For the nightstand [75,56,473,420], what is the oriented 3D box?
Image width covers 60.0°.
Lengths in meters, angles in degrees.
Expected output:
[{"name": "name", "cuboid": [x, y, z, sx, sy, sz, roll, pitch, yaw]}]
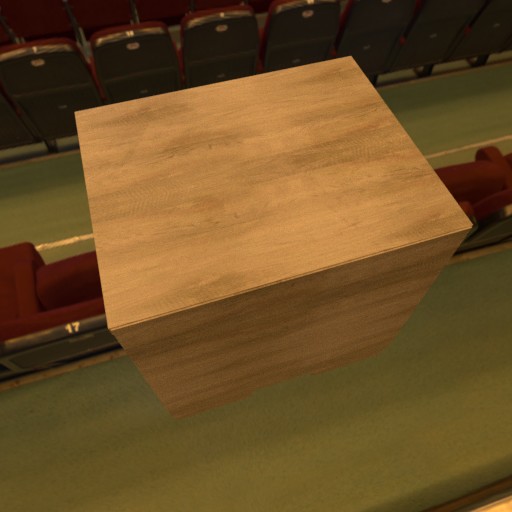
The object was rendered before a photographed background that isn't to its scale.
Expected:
[{"name": "nightstand", "cuboid": [0.000, 0.000, 0.762, 0.427, 0.448, 0.347, -15, 59, -9]}]
